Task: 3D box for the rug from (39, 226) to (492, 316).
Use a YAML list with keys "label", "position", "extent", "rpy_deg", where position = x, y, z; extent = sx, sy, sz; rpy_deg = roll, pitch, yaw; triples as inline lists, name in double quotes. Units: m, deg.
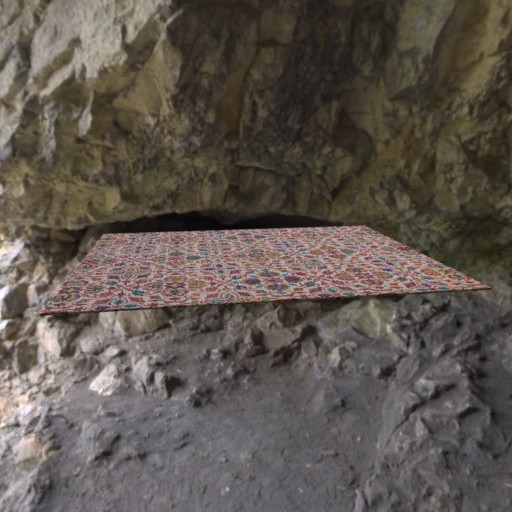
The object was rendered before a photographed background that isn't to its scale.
- label: "rug"
  position: [0.000, 0.000, 4.247]
  extent: [3.215, 0.020, 2.446]
  rpy_deg: [-2, 15, -9]
